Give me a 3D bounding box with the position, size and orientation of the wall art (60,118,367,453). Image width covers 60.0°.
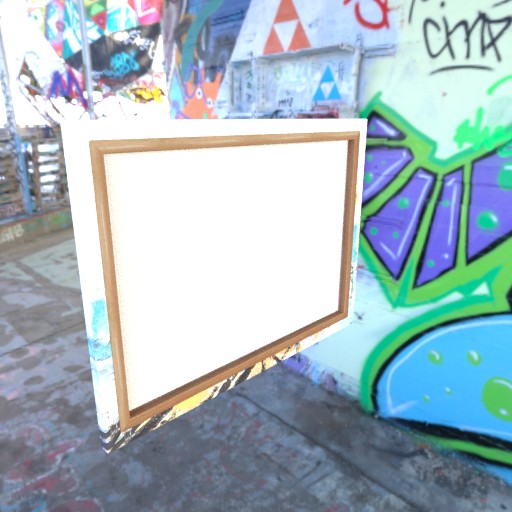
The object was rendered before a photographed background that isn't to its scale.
[{"bbox_3d":[0.000,0.000,1.290,1.016,0.762,0.038,-16,23,-42],"label":"wall art"}]
